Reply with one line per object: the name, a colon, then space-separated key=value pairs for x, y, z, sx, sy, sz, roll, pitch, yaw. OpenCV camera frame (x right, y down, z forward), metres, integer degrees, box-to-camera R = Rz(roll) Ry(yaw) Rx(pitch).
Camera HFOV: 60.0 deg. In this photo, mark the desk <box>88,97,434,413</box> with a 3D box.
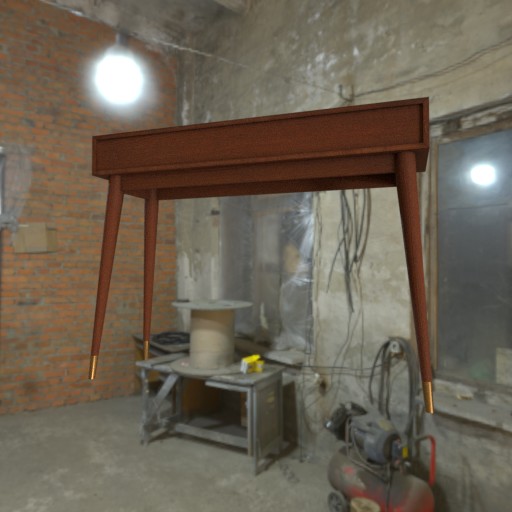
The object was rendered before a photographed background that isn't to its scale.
desk: x=0.000 y=0.000 z=1.648 sx=1.204 sy=0.917 sz=0.384 roll=-1 pitch=-2 yaw=19
